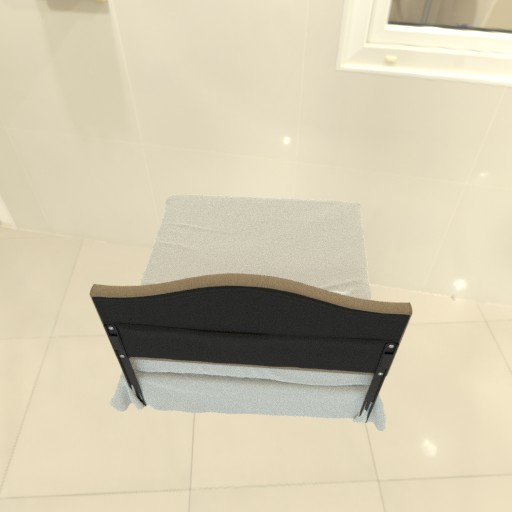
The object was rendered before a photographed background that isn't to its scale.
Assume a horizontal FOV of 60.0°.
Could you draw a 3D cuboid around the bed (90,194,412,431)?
[{"bbox_3d":[0.000,0.000,3.844,2.311,1.651,2.222,3,46,3],"label":"bed"}]
